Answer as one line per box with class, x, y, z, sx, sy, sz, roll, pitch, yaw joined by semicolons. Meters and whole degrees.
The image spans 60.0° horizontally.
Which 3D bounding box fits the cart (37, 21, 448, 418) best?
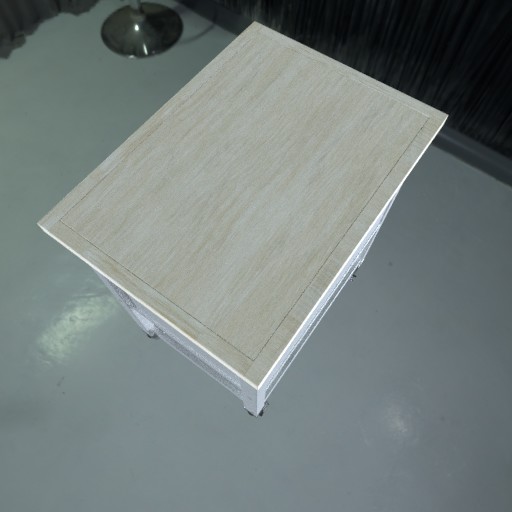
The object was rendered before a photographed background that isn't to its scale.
cart;0.000;0.000;1.383;0.559;0.914;0.762;33;69;15
